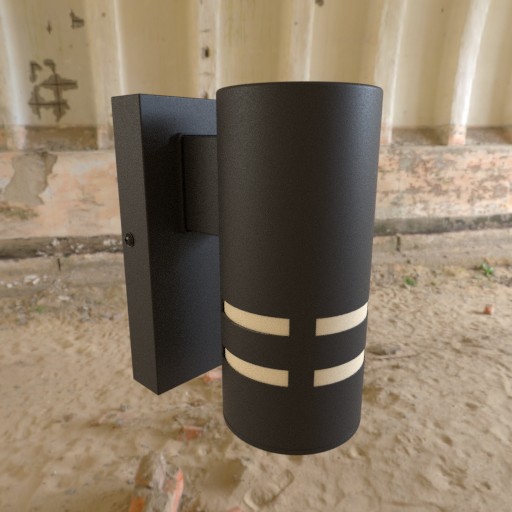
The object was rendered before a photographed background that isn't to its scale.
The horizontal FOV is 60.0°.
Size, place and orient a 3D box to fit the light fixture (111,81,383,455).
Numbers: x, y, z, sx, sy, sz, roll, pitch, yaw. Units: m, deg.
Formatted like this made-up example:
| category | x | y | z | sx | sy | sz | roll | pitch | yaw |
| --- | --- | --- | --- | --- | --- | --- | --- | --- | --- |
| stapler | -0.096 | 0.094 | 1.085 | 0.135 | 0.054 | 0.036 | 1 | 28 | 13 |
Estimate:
| category | x | y | z | sx | sy | sz | roll | pitch | yaw |
| --- | --- | --- | --- | --- | --- | --- | --- | --- | --- |
| light fixture | 0.000 | 0.000 | 0.259 | 0.138 | 0.179 | 0.098 | 14 | 20 | 42 |
